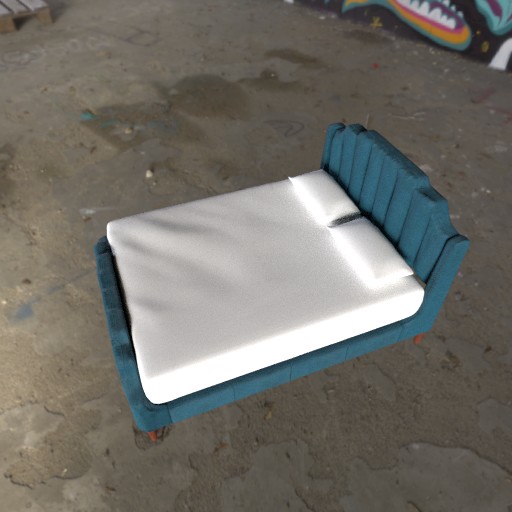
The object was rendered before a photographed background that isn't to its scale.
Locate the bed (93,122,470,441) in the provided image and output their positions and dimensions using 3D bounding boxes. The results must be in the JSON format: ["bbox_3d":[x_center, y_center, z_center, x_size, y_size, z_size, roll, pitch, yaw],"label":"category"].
[{"bbox_3d":[0.000,0.000,3.414,2.322,1.351,1.676,-16,47,-15],"label":"bed"}]
